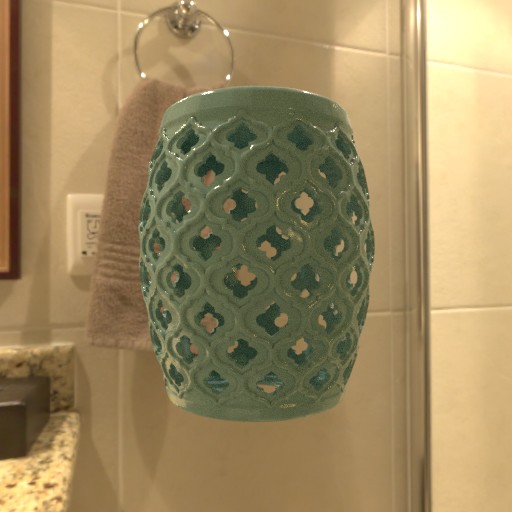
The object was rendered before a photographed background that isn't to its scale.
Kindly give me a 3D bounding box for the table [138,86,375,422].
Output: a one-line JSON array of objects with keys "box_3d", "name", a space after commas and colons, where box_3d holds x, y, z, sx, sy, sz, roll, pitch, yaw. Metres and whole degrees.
[{"box_3d": [0.000, 0.000, 0.630, 0.325, 0.388, 0.325, 0, -1, 0], "name": "table"}]
